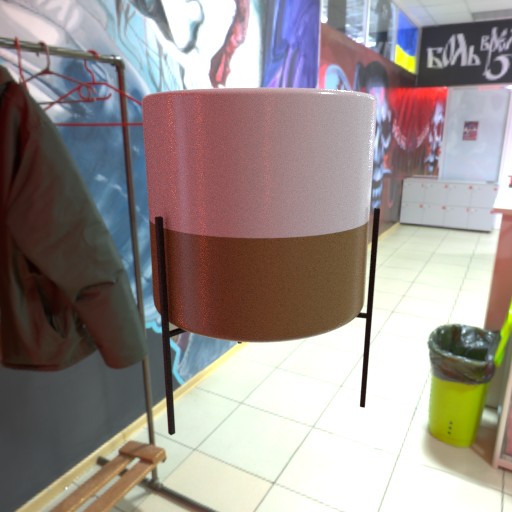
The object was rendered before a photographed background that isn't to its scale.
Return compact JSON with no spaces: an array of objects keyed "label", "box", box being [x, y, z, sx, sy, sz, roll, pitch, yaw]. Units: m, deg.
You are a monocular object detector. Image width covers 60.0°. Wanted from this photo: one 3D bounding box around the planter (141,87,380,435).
[{"label":"planter","box":[0.000,0.000,0.641,0.310,0.432,0.310,-8,18,-26]}]
